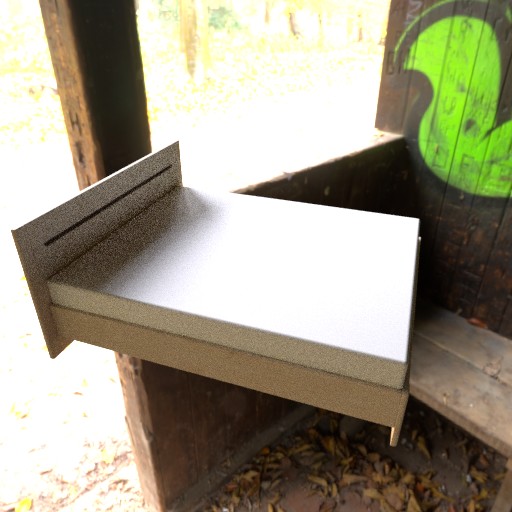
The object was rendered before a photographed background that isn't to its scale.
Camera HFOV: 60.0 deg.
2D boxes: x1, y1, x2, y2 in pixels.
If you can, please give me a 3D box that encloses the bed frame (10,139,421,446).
[{"bbox_3d":[0.000,0.000,2.963,2.080,0.900,1.800,10,32,17],"label":"bed frame"}]
